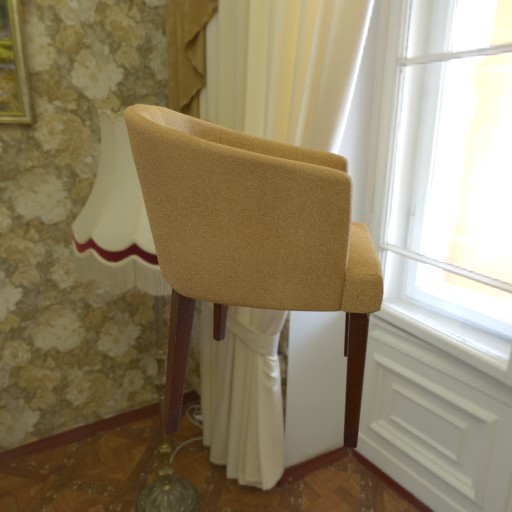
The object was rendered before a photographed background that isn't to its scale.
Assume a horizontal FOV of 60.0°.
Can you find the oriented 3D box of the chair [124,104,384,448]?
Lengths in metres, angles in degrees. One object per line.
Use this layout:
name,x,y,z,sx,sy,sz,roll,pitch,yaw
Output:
chair,0.000,0.000,1.249,0.655,0.811,0.583,3,17,10
